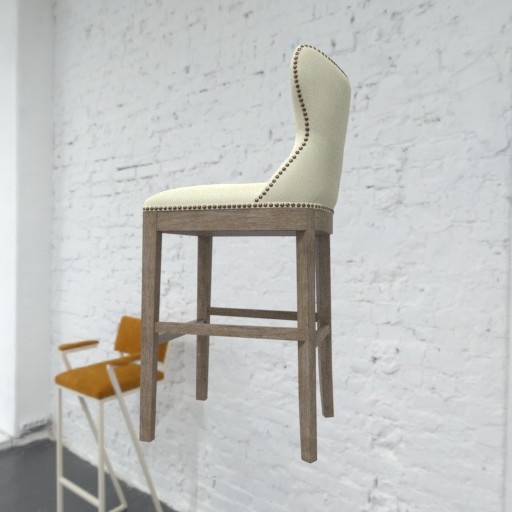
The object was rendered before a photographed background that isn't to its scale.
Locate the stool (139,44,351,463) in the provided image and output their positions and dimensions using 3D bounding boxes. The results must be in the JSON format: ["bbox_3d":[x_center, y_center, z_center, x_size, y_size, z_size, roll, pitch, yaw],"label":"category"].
[{"bbox_3d":[0.000,0.000,1.447,0.606,1.123,0.494,0,0,18],"label":"stool"}]
